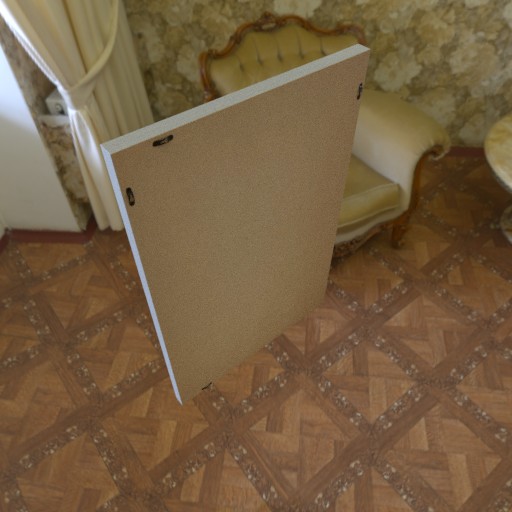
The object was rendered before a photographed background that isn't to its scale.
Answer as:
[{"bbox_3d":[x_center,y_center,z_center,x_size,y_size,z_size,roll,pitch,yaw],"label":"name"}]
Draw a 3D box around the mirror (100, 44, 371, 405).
[{"bbox_3d":[0.000,0.000,1.162,0.609,0.915,0.040,-31,55,-25],"label":"mirror"}]
